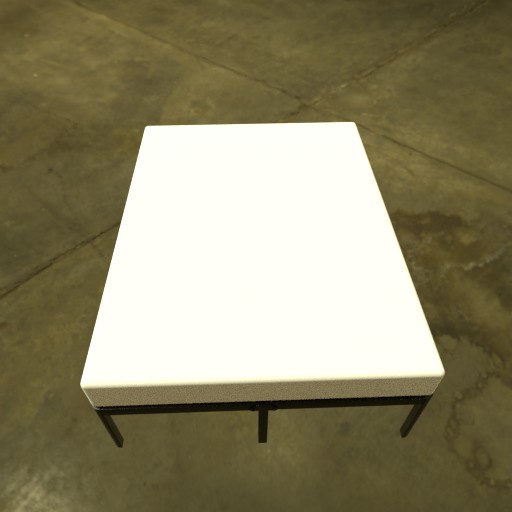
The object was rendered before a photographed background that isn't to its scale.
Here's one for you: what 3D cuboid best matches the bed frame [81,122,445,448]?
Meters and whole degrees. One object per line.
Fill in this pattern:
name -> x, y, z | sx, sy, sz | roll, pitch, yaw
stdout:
bed frame -> 0.000, 0.000, 2.772 | 1.557, 0.659, 2.072 | -2, 47, -1
